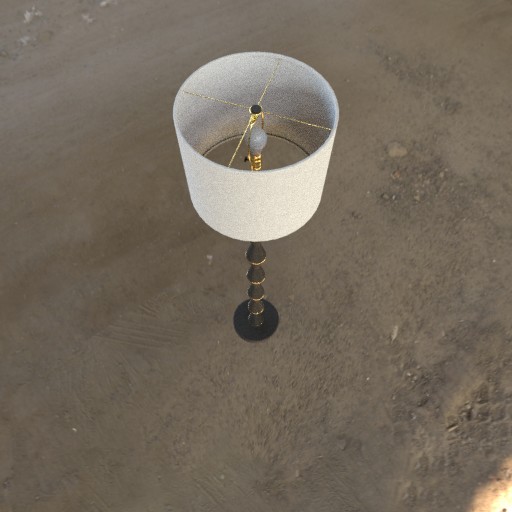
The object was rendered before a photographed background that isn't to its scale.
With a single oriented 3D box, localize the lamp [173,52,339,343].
[{"bbox_3d":[0.000,0.000,1.674,0.381,1.480,0.381,17,64,9],"label":"lamp"}]
